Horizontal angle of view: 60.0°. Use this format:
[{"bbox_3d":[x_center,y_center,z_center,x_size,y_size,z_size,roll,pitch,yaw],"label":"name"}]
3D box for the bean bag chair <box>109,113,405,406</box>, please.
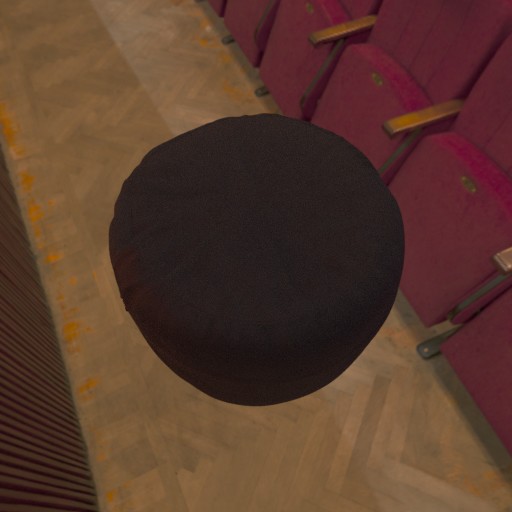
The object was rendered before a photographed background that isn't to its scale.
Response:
[{"bbox_3d":[0.000,0.000,1.986,1.219,0.762,1.219,0,58,0],"label":"bean bag chair"}]
